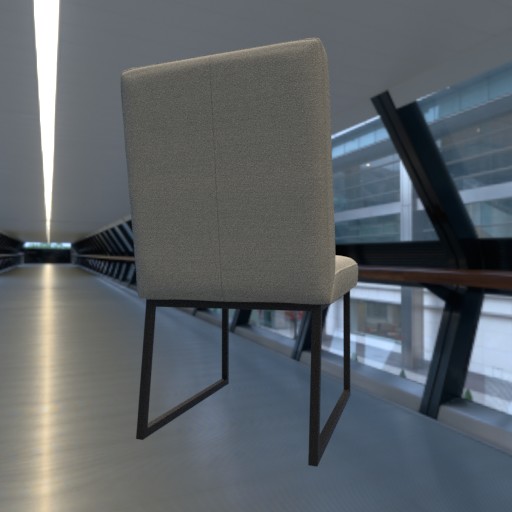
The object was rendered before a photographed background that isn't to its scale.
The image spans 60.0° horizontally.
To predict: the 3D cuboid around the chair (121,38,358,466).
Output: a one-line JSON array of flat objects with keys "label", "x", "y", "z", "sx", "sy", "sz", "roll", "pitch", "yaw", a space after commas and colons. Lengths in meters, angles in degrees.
[{"label": "chair", "x": 0.000, "y": 0.000, "z": 1.291, "sx": 0.520, "sy": 0.930, "sz": 0.634, "roll": 0, "pitch": -1, "yaw": 19}]
